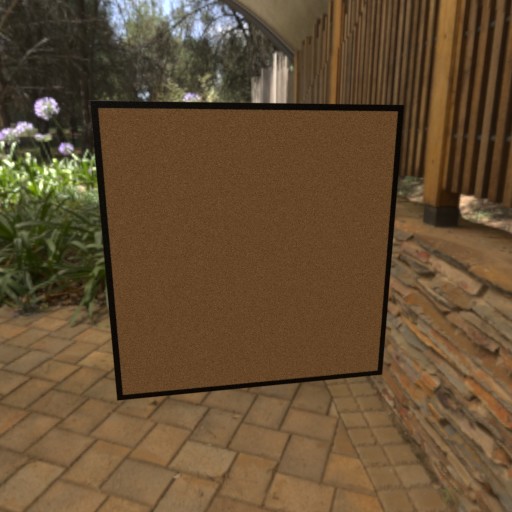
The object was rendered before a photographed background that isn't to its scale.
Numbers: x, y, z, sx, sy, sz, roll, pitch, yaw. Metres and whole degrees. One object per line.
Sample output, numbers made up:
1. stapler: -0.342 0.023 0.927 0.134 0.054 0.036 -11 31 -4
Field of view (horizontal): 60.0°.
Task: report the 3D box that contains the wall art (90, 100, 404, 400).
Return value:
1. wall art: 0.000 0.000 0.701 0.457 0.458 0.012 -3 15 -10
